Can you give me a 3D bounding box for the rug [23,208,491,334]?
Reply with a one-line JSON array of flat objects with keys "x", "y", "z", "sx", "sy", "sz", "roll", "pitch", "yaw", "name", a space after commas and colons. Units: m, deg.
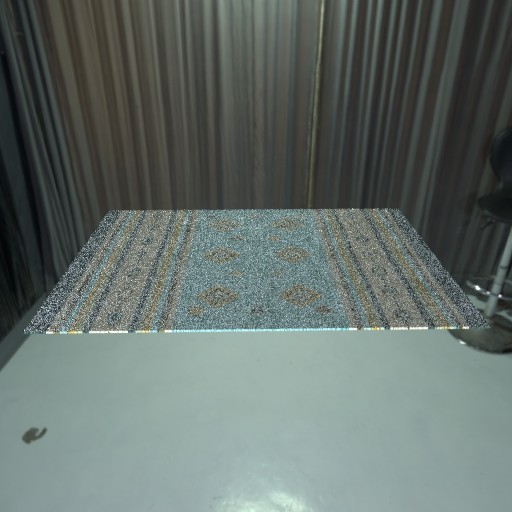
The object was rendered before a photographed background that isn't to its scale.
[{"x": 0.000, "y": 0.000, "z": 2.247, "sx": 1.811, "sy": 0.010, "sz": 1.212, "roll": -1, "pitch": 28, "yaw": -1, "name": "rug"}]
